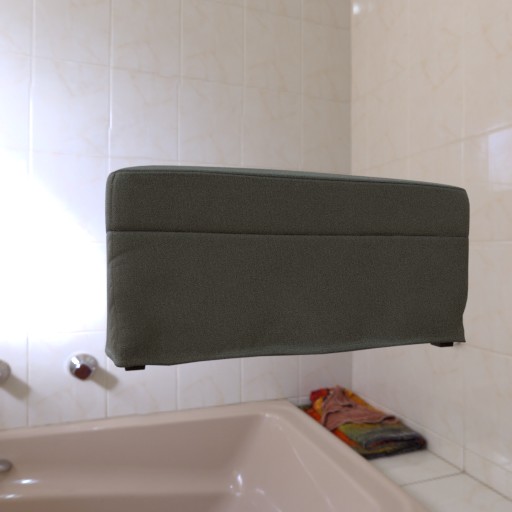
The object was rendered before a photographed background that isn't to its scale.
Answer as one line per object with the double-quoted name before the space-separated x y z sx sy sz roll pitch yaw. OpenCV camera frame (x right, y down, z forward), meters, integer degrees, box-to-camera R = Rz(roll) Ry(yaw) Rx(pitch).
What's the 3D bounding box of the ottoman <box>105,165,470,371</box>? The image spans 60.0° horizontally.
"ottoman" 0.000 0.000 1.320 0.843 0.441 0.842 0 0 -18
